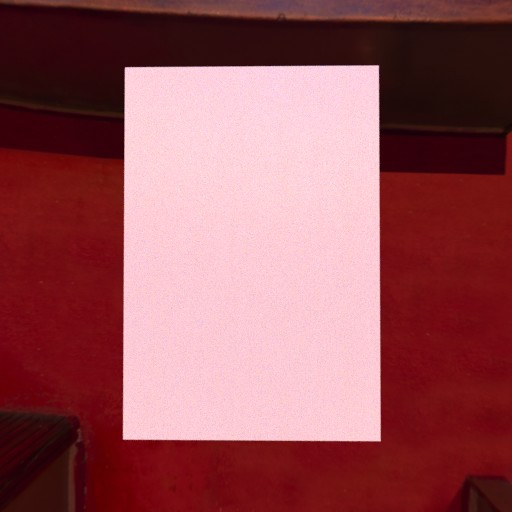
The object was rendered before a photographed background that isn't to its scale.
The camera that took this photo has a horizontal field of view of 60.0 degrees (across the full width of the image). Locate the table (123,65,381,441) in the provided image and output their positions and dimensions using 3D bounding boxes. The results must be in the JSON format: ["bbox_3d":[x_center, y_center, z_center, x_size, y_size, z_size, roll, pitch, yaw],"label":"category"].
[{"bbox_3d":[0.000,0.000,1.054,0.406,0.711,0.589,0,89,1],"label":"table"}]
